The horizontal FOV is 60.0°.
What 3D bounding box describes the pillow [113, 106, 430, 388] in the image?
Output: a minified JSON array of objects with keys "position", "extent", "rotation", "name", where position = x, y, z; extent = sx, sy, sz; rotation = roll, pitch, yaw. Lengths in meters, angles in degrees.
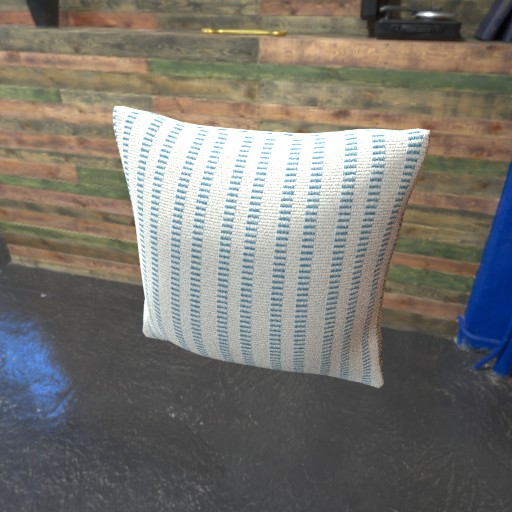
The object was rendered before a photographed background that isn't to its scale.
[{"position":[0.000,0.000,0.680],"extent":[0.438,0.419,0.247],"rotation":[9,32,15],"name":"pillow"}]
